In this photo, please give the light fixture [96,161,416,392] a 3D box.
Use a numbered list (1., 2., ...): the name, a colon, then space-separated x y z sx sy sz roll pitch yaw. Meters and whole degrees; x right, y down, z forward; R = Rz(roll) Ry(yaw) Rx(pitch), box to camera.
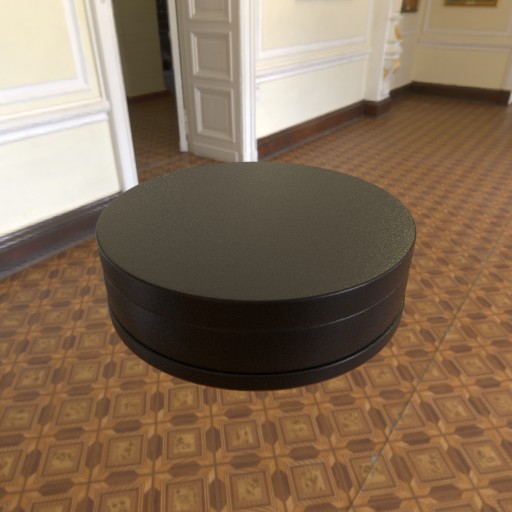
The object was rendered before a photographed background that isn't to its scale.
1. light fixture: 0.000 0.000 0.429 0.283 0.097 0.283 0 30 0
